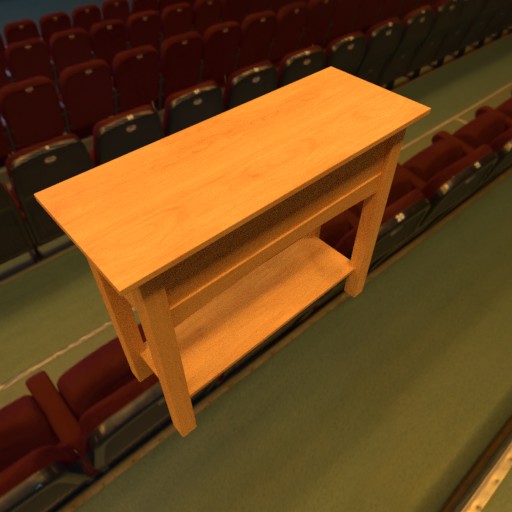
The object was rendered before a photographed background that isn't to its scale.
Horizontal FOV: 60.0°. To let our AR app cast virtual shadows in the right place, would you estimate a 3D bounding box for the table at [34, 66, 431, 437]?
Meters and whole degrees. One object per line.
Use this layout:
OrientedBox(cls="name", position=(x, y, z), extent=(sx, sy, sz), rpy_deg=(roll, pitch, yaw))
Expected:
OrientedBox(cls="table", position=(0.000, 0.000, 1.275), extent=(0.900, 0.728, 0.340), rpy_deg=(-33, 54, -28))
